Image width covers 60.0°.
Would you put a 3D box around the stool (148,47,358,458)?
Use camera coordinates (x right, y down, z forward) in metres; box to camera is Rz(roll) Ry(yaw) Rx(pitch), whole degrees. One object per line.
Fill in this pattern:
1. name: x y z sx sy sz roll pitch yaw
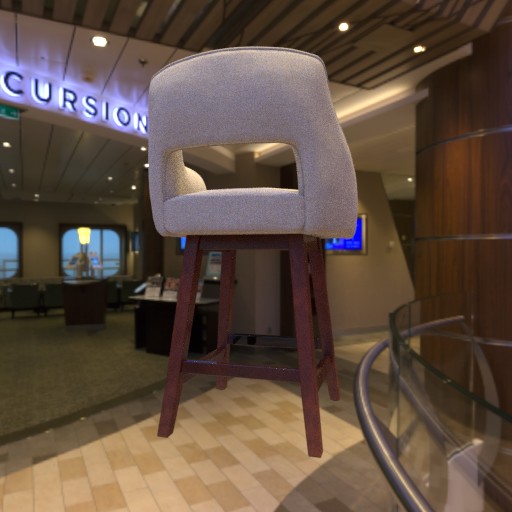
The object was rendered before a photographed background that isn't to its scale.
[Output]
1. stool: 0.000 0.000 1.257 0.550 0.936 0.560 0 0 16
